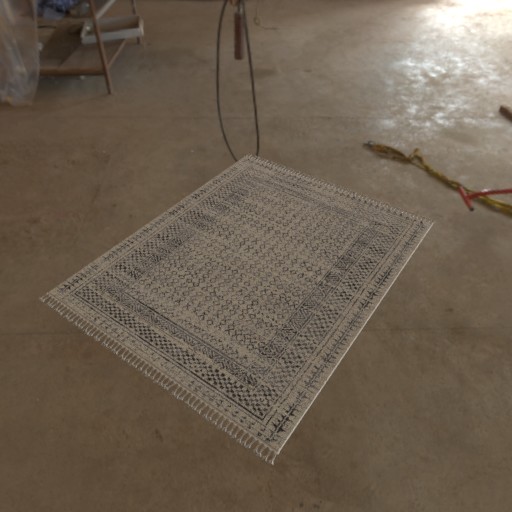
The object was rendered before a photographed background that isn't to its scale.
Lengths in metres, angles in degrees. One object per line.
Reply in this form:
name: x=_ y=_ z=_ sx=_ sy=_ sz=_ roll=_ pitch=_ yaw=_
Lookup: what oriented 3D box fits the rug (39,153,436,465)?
rug: x=0.000 y=0.000 z=4.005 sx=2.312 sy=0.013 sz=2.940 roll=26 pitch=48 yaw=25
